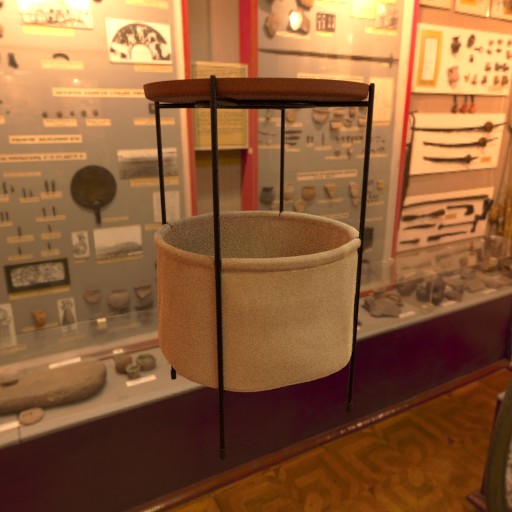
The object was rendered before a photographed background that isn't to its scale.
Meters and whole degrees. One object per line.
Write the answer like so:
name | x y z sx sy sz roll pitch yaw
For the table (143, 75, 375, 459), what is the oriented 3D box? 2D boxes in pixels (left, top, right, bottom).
table | 0.000 0.000 0.867 0.393 0.623 0.393 -9 19 -26
